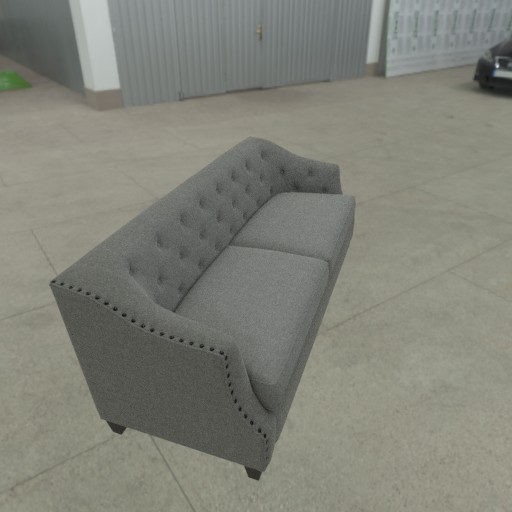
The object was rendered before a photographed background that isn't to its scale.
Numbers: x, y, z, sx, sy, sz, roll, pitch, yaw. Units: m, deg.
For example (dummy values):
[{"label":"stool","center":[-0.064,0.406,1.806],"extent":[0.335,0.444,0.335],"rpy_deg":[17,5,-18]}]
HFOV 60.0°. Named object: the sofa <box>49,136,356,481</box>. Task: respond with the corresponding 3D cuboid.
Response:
[{"label":"sofa","center":[0.000,0.000,2.677],"extent":[0.914,0.901,2.235],"rpy_deg":[10,32,17]}]
